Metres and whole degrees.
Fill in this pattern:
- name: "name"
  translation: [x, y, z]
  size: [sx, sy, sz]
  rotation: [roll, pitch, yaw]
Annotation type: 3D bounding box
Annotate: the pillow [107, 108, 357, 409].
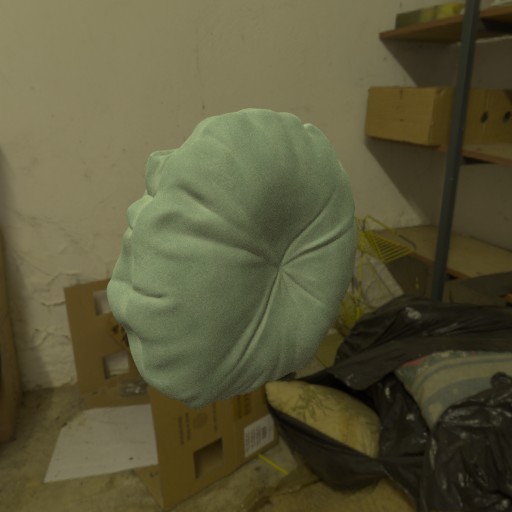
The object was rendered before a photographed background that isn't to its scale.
- name: "pillow"
  translation: [0.000, 0.000, 0.644]
  size: [0.428, 0.407, 0.148]
  rotation: [-15, 22, -41]
